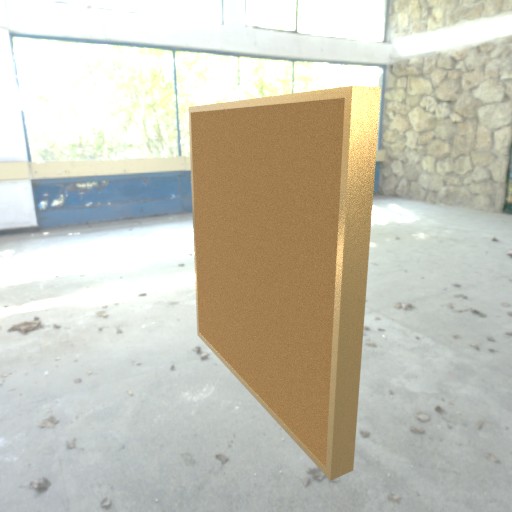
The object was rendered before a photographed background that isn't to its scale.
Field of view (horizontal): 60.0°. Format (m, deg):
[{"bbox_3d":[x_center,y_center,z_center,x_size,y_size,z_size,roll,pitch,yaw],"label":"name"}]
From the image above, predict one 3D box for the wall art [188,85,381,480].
[{"bbox_3d":[0.000,0.000,0.764,0.040,0.509,0.509,-8,18,-27],"label":"wall art"}]
